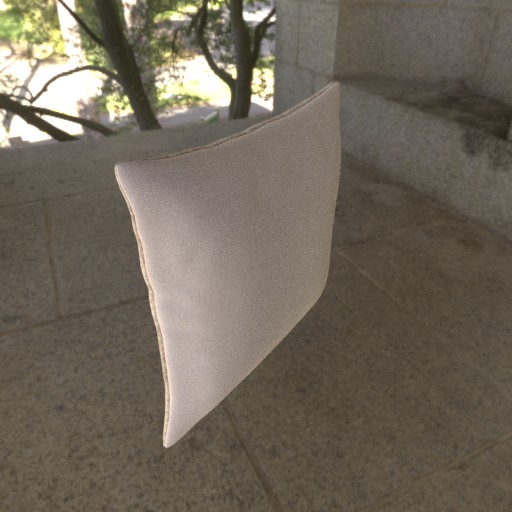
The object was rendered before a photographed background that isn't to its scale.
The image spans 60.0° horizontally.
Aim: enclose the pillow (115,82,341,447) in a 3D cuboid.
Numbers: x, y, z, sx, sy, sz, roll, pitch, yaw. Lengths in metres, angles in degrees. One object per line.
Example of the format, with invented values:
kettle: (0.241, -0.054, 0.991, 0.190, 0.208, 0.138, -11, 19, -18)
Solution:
pillow: (0.000, 0.000, 0.788, 0.166, 0.510, 0.523, 21, 39, 29)
